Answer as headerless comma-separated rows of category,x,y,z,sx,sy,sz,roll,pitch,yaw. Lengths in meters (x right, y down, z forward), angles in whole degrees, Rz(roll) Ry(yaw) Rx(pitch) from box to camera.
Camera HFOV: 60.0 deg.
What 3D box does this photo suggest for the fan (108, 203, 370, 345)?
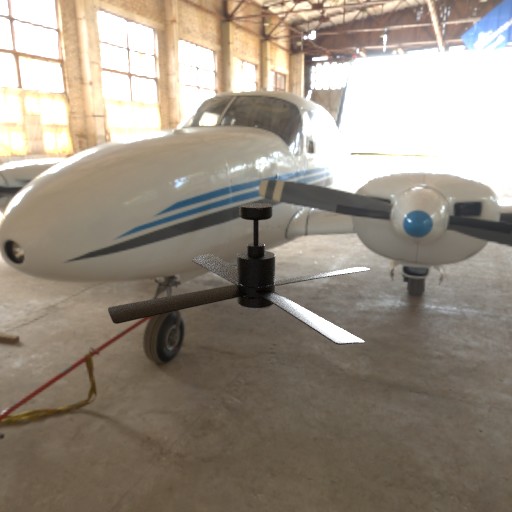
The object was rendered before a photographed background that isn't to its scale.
fan,0.000,0.000,2.328,1.525,0.534,1.525,-8,17,-28
